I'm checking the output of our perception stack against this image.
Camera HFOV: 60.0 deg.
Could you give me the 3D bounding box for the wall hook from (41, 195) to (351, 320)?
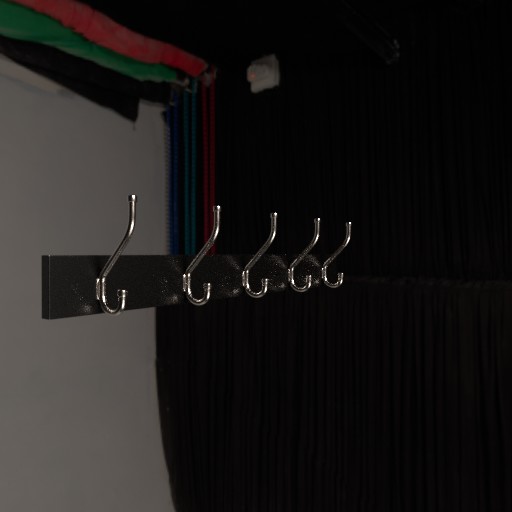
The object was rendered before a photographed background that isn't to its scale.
[{"bbox_3d":[0.000,0.000,0.621,0.071,0.117,0.571,0,0,37],"label":"wall hook"}]
